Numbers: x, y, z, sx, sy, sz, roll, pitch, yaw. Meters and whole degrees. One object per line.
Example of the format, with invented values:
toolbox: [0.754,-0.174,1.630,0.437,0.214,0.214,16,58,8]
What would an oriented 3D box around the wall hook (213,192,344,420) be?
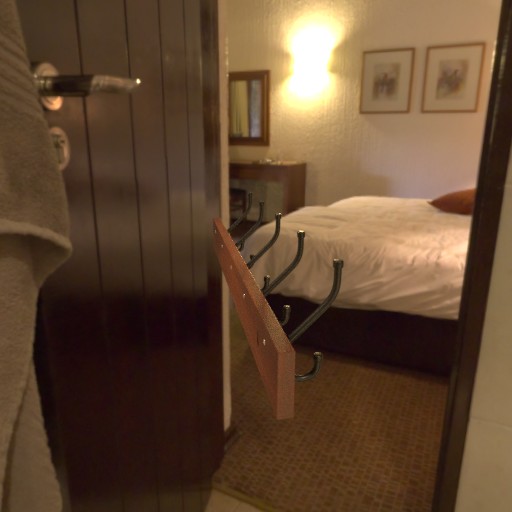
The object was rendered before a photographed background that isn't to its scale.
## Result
wall hook: [0.000,0.000,0.619,0.071,0.117,0.571,-3,16,-10]
